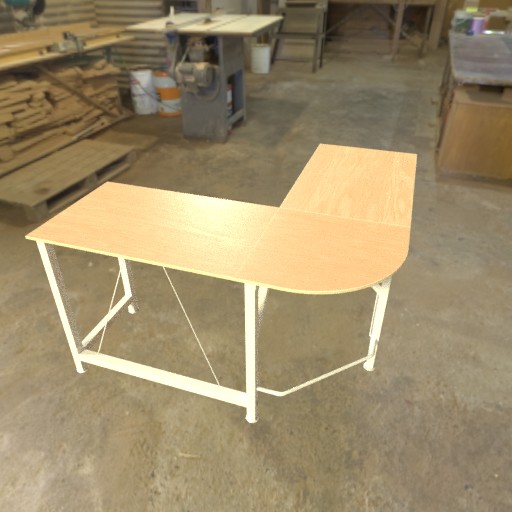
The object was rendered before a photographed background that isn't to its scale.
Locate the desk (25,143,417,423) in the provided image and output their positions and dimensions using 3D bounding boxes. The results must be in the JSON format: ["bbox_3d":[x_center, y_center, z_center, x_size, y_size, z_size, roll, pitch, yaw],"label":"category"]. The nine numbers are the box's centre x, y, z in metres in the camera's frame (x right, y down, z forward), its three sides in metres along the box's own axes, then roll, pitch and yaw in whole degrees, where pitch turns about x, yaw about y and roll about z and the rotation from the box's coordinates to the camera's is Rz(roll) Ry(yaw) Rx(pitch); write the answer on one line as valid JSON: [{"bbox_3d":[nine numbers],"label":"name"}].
[{"bbox_3d":[0.000,0.000,2.279,1.400,0.762,1.400,10,35,15],"label":"desk"}]
